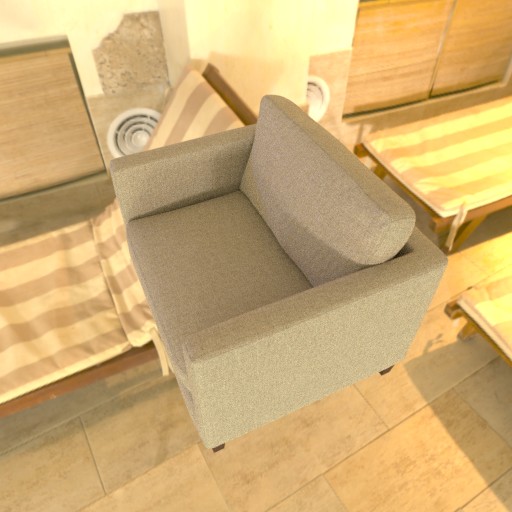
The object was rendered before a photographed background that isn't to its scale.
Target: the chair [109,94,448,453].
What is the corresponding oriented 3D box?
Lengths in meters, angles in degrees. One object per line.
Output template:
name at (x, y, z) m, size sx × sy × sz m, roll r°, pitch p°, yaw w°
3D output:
chair at (0.000, 0.000, 1.872) m, size 0.959 × 0.961 × 1.107 m, roll -19°, pitch 49°, yaw -17°
